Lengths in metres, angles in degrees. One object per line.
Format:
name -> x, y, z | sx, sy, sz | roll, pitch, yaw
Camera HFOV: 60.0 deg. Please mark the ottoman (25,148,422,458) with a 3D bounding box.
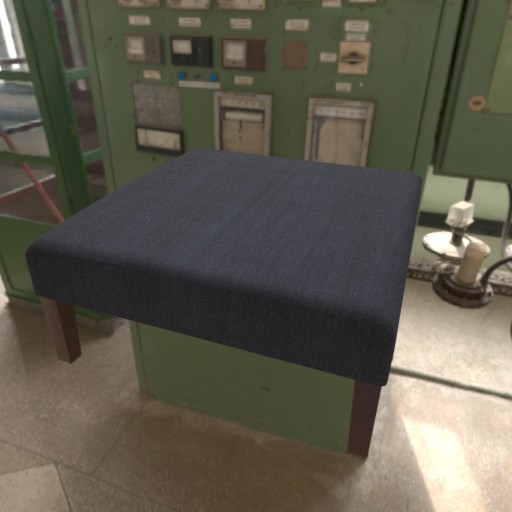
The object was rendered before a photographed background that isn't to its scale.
ottoman -> 0.000, 0.000, 1.375 | 0.889, 0.411, 0.890 | 11, 31, 18
